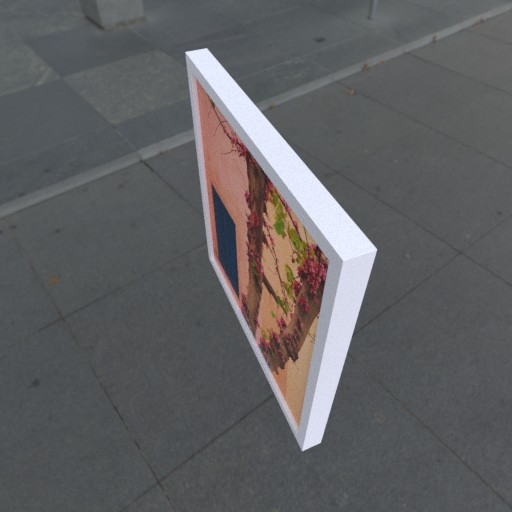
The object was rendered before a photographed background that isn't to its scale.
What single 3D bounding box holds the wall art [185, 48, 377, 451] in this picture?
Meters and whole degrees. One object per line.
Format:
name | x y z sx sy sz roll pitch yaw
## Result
wall art | 0.000 0.000 0.769 0.038 0.508 0.507 -17 50 -15
